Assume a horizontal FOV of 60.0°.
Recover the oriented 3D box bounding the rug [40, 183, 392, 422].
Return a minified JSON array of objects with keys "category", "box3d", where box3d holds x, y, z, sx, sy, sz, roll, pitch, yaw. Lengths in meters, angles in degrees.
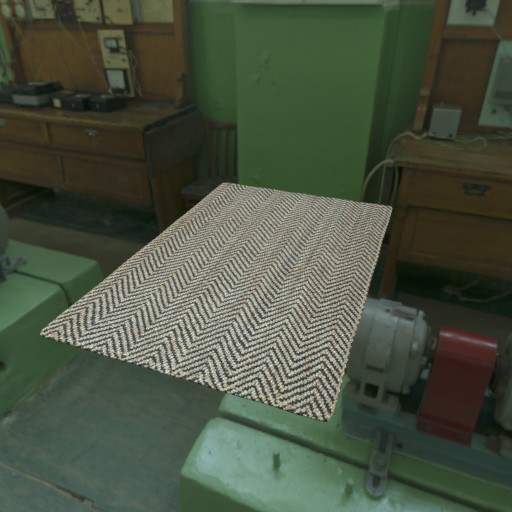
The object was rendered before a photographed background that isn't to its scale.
[{"category":"rug","box3d":[0.000,0.000,2.355,1.219,0.008,1.828,11,32,18]}]
